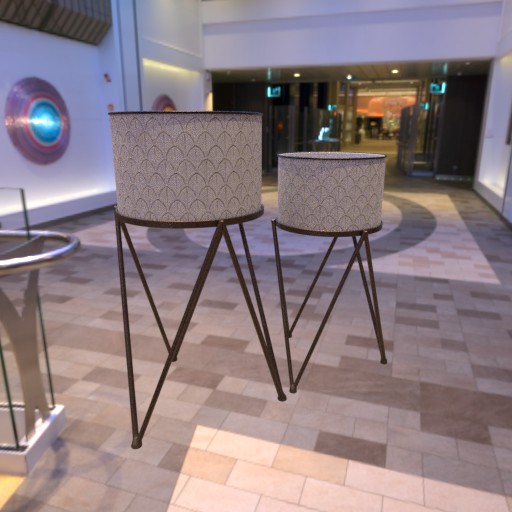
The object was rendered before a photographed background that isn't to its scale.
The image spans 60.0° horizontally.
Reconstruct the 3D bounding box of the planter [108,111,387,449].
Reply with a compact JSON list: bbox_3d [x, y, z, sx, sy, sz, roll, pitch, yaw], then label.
[{"bbox_3d":[0.000,0.000,1.171,0.769,0.712,0.413,-8,18,-27],"label":"planter"}]
